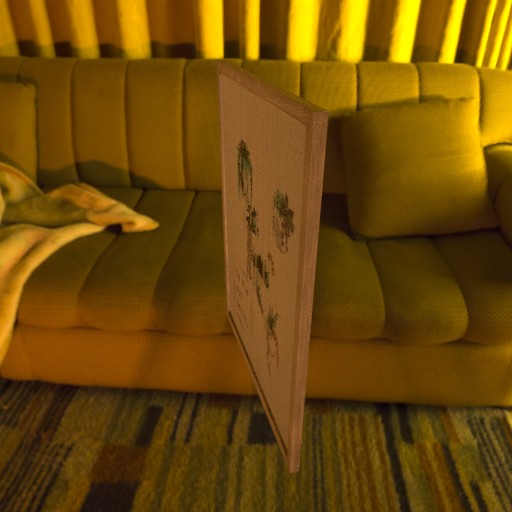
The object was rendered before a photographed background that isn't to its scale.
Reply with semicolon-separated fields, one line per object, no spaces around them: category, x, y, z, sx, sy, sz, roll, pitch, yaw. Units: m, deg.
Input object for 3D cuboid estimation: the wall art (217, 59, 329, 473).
wall art;0.000;0.000;1.356;0.035;1.022;0.781;-9;31;-15
